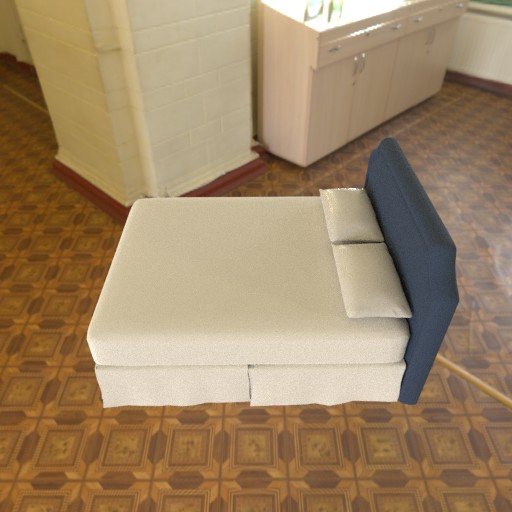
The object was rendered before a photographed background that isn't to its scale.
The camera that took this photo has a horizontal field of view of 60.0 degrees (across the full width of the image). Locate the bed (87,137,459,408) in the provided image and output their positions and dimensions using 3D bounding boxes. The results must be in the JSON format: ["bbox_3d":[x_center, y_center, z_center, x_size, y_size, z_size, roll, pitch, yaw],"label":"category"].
[{"bbox_3d":[0.000,0.000,3.397,2.260,1.297,1.831,0,40,-1],"label":"bed"}]
